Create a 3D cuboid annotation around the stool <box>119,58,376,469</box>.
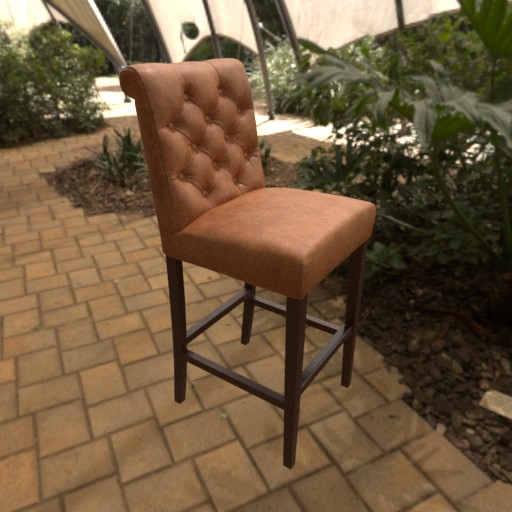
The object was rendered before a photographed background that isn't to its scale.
[{"bbox_3d":[0.000,0.000,1.429,0.601,1.140,0.493,17,31,30],"label":"stool"}]
